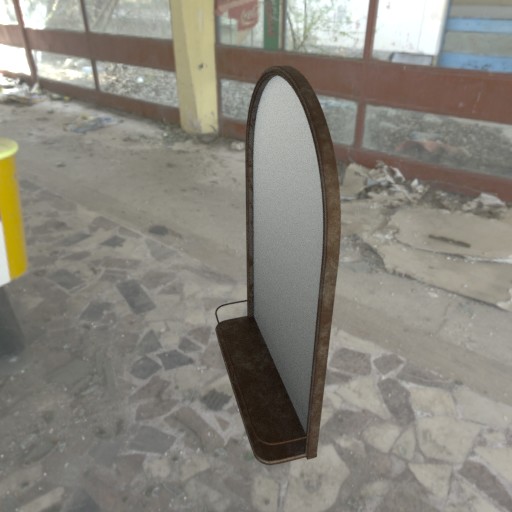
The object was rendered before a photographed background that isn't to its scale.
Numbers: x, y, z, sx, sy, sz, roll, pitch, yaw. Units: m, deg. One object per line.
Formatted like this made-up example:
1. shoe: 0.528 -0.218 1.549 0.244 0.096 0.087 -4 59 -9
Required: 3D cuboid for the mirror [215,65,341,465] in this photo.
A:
1. mirror: 0.000 0.000 0.978 0.137 0.770 0.510 -8 32 -13
